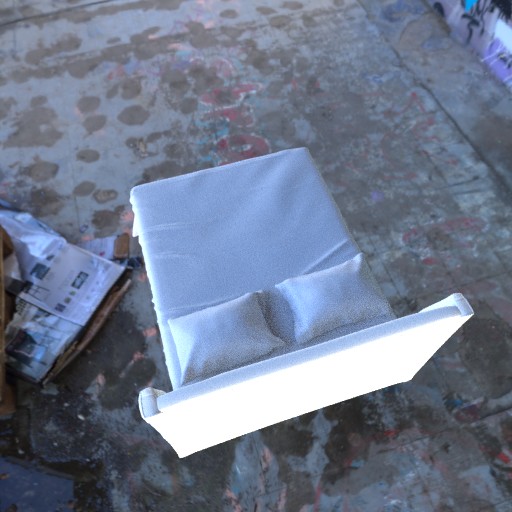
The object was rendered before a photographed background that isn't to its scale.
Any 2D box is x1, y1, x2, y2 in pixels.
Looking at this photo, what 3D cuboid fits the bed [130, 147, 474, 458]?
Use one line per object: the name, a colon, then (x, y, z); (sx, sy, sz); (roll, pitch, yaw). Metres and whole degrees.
bed: (0.000, 0.000, 3.469); (1.925, 1.332, 2.276); (-15, 59, -9)
